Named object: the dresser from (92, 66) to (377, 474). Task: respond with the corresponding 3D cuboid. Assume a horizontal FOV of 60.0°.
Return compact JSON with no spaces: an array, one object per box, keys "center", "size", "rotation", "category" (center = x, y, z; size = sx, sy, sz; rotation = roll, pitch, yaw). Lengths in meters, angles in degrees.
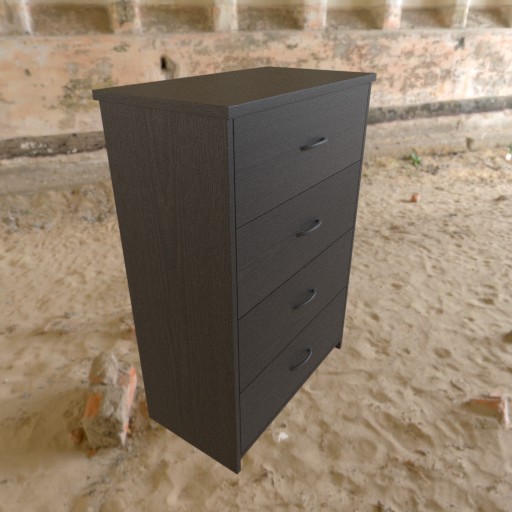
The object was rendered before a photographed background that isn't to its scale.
[{"center":[0.000,0.000,1.377],"size":[0.399,1.020,0.704],"rotation":[18,33,30],"category":"dresser"}]
